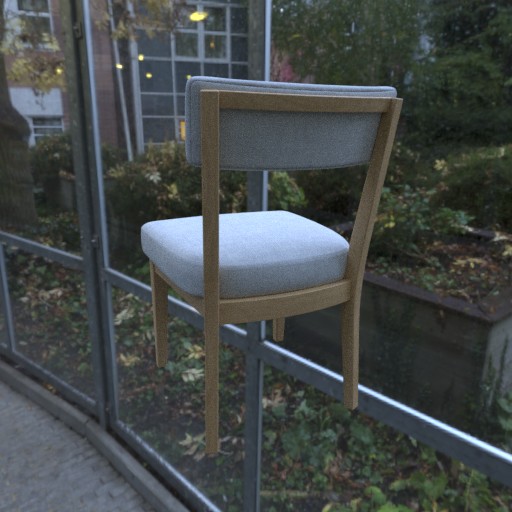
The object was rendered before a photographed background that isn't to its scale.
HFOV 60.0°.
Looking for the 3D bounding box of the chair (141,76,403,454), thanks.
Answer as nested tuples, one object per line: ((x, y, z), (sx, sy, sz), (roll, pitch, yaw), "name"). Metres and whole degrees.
((0.000, 0.000, 1.189), (0.508, 0.832, 0.572), (-7, 17, -24), "chair")
